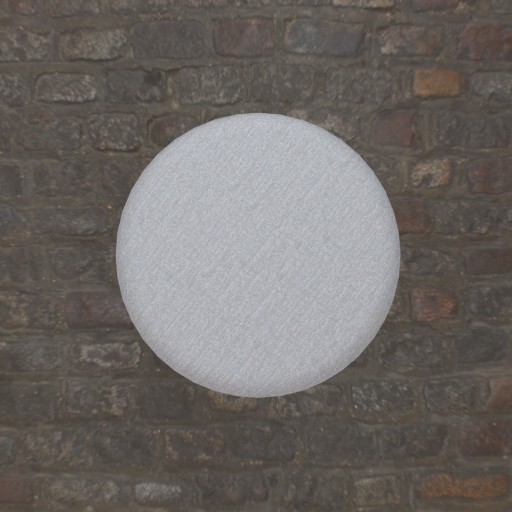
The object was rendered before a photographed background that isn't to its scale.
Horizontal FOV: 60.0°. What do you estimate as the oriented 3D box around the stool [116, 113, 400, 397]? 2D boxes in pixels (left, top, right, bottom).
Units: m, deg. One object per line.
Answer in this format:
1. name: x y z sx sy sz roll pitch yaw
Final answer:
1. stool: 0.000 0.000 0.968 0.443 0.672 0.443 0 90 -1
